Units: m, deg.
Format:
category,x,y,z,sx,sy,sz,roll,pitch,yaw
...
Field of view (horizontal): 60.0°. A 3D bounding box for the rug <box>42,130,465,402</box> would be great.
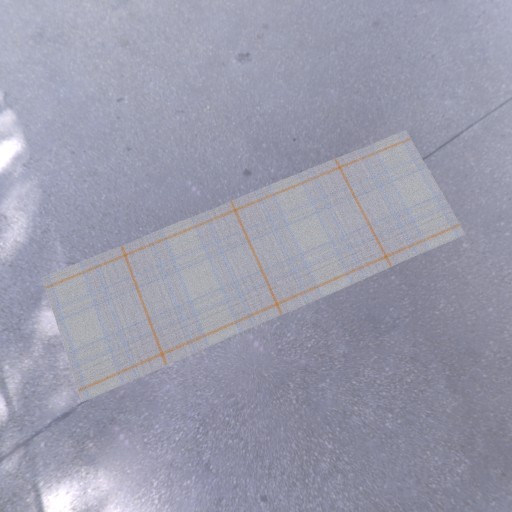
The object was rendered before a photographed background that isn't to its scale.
category,x,y,z,sx,sy,sz,roll,pitch,yaw
rug,0.000,0.000,2.661,2.442,0.016,0.770,-23,77,-5
